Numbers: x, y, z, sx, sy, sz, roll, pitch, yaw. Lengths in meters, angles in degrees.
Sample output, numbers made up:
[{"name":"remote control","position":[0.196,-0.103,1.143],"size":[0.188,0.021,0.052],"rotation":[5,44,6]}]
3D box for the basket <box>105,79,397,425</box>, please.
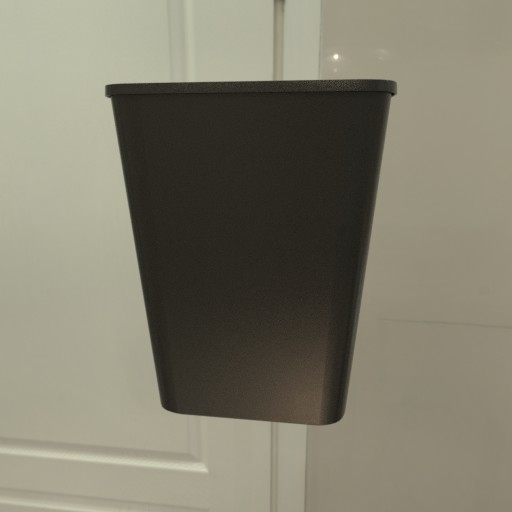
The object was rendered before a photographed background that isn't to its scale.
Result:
[{"name":"basket","position":[0.000,0.000,0.750],"size":[0.394,0.521,0.287],"rotation":[2,15,7]}]
